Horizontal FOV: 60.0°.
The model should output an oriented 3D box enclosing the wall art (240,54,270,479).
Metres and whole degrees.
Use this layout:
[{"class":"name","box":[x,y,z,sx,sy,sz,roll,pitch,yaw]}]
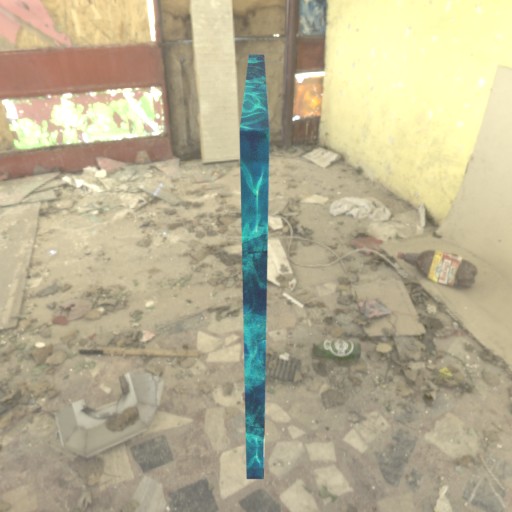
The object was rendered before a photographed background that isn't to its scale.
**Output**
[{"class":"wall art","box":[0.000,0.000,1.014,0.038,0.760,0.609,0,33,0]}]
